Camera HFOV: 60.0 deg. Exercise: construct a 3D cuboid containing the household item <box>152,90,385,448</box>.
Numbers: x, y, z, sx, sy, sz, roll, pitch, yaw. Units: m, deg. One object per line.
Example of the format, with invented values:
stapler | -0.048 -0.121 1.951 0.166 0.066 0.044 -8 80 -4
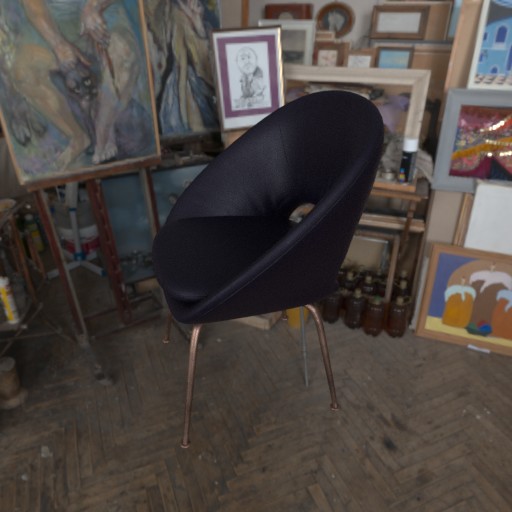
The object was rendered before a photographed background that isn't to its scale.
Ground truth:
household item | 0.000 0.000 1.259 0.573 0.852 0.623 -8 31 -14
